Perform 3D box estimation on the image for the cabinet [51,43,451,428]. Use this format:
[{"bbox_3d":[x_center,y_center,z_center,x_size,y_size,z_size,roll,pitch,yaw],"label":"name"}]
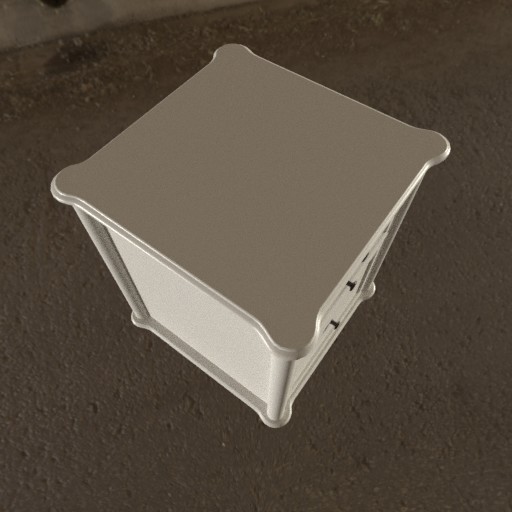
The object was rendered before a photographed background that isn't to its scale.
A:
[{"bbox_3d":[0.000,0.000,1.246,0.627,0.761,0.628,32,64,18],"label":"cabinet"}]
